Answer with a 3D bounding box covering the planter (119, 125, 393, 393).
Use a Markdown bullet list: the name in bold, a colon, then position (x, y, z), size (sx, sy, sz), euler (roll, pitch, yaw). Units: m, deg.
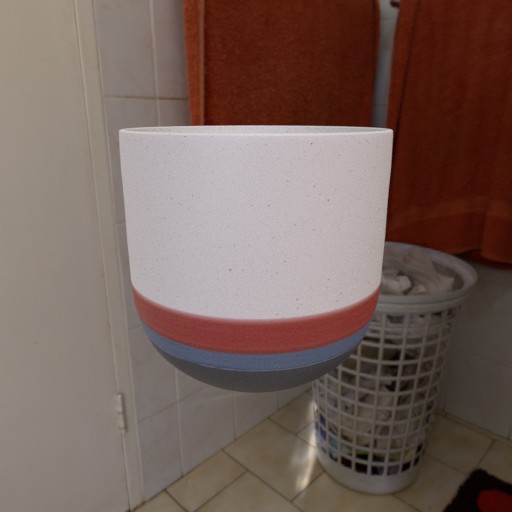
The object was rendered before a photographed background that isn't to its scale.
- **planter**: position (0.000, 0.000, 0.488), size (0.268, 0.270, 0.268), euler (0, 18, 0)
